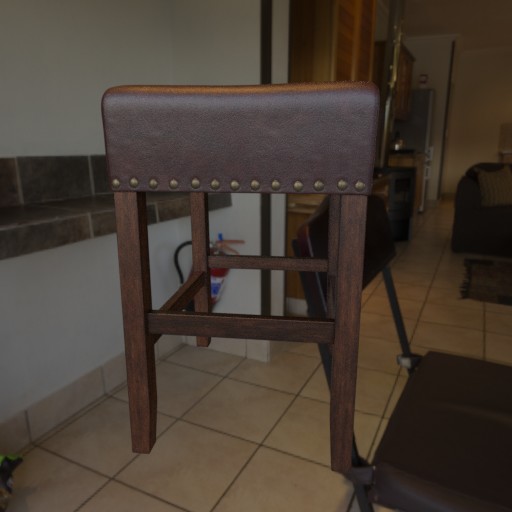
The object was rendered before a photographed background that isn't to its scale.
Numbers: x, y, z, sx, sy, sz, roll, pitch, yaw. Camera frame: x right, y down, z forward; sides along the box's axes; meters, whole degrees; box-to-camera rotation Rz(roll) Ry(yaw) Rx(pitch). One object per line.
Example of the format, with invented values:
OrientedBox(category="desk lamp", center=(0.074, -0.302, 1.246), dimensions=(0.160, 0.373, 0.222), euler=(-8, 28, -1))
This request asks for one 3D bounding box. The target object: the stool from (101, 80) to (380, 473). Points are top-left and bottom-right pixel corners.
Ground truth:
OrientedBox(category="stool", center=(0.000, 0.000, 0.896), dimensions=(0.397, 0.608, 0.465), euler=(2, 14, 7))
